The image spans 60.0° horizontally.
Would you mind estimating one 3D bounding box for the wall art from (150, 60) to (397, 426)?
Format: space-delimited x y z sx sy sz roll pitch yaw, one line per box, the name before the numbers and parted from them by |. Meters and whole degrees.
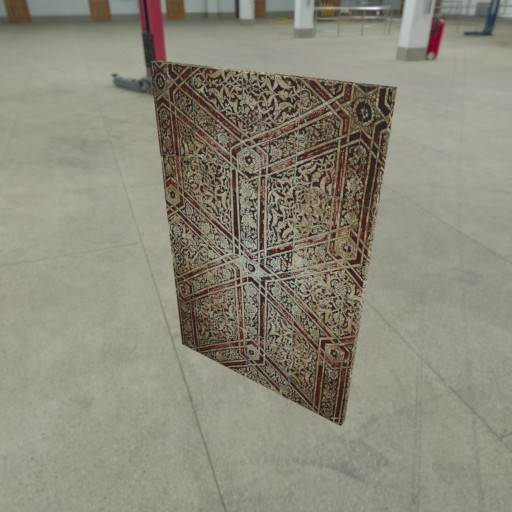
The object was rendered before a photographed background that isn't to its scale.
wall art | 0.000 0.000 1.168 0.599 0.904 0.030 19 36 29
